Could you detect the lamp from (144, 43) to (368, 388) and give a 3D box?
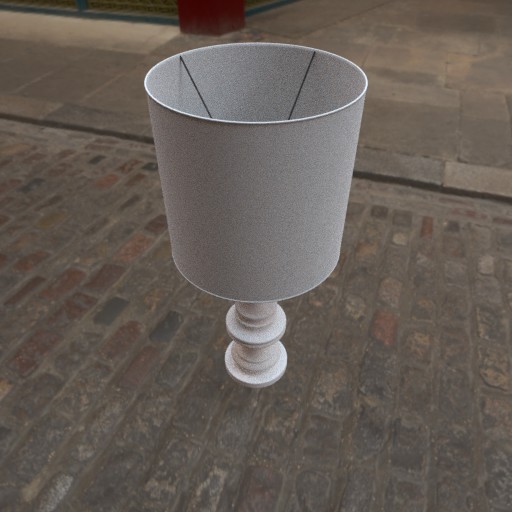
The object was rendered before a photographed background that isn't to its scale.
[{"bbox_3d":[0.000,0.000,0.570,0.208,0.455,0.208,13,43,14],"label":"lamp"}]
